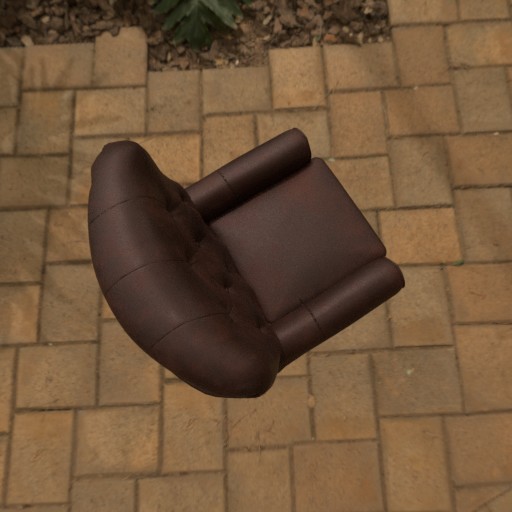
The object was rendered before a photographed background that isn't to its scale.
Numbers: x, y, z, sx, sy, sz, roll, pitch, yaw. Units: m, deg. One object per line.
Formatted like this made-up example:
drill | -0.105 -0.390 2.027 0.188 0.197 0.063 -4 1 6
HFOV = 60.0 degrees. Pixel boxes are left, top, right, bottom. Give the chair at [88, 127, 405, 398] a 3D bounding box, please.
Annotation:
chair | 0.000 0.000 1.894 1.058 1.158 0.948 -31 78 -7
